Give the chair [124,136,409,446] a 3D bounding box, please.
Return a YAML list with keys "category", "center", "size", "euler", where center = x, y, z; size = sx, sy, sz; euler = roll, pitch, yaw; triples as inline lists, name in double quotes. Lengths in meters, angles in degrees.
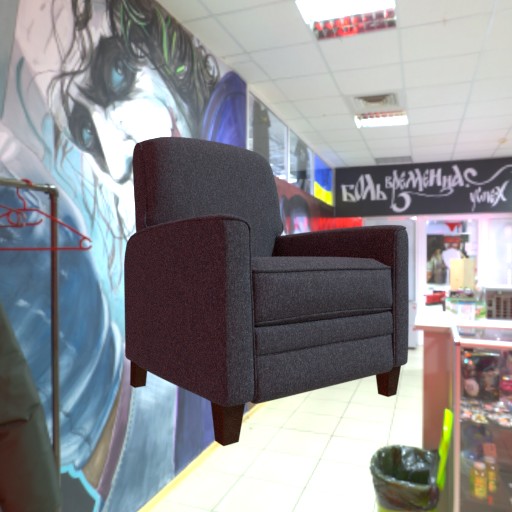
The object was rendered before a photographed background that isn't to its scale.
- category: "chair"
  center: [0.000, 0.000, 1.692]
  size: [0.839, 1.016, 0.850]
  euler: [0, 0, -36]
